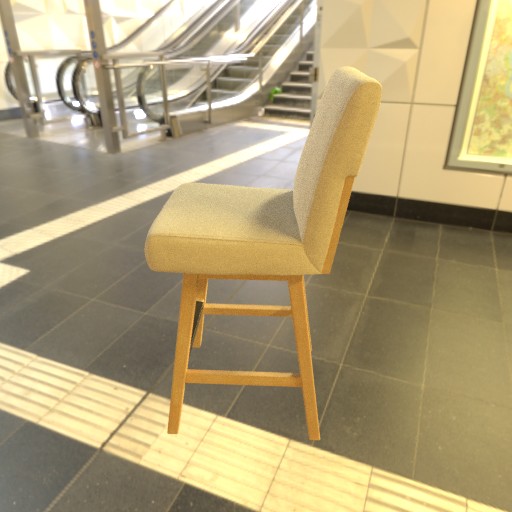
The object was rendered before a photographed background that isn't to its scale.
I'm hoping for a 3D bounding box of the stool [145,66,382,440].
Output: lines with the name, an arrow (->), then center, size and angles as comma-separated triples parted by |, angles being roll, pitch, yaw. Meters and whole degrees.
stool -> 0.000, 0.000, 1.306 | 0.543, 1.015, 0.446 | 1, 27, 3
